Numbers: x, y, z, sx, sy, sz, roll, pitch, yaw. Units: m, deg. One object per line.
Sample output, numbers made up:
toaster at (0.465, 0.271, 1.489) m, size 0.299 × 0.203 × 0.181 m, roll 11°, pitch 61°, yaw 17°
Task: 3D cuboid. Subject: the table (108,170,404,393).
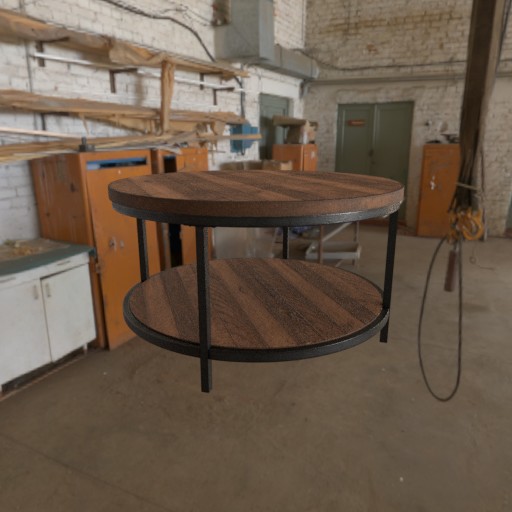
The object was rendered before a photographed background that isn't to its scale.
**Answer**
table at (0.000, 0.000, 1.376) m, size 0.837 × 0.462 × 0.837 m, roll 0°, pitch 15°, yaw 0°
